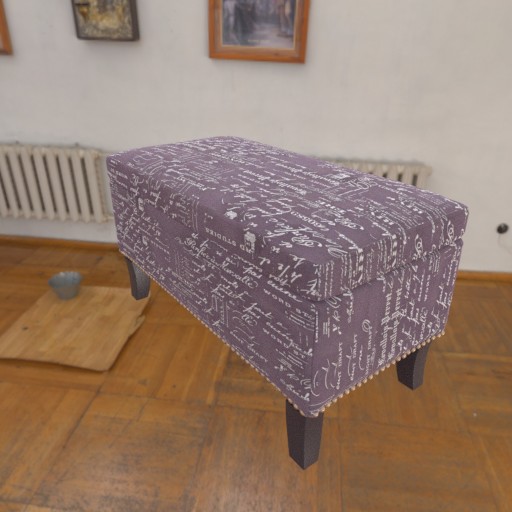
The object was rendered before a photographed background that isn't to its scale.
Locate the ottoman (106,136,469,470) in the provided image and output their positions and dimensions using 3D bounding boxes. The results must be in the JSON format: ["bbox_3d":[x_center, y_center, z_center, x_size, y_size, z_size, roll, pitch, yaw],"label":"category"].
[{"bbox_3d":[0.000,0.000,1.077,0.406,0.457,0.813,-19,32,-33],"label":"ottoman"}]
